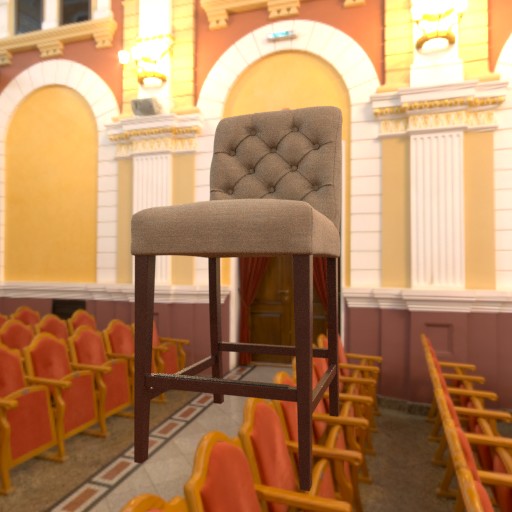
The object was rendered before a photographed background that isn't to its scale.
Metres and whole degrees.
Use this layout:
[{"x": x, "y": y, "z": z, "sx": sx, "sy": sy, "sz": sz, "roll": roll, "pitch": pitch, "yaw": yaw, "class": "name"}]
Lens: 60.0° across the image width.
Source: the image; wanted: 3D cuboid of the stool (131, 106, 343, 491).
[{"x": 0.000, "y": 0.000, "z": 1.388, "sx": 0.486, "sy": 1.084, "sz": 0.660, "roll": 0, "pitch": -1, "yaw": 18, "class": "stool"}]
